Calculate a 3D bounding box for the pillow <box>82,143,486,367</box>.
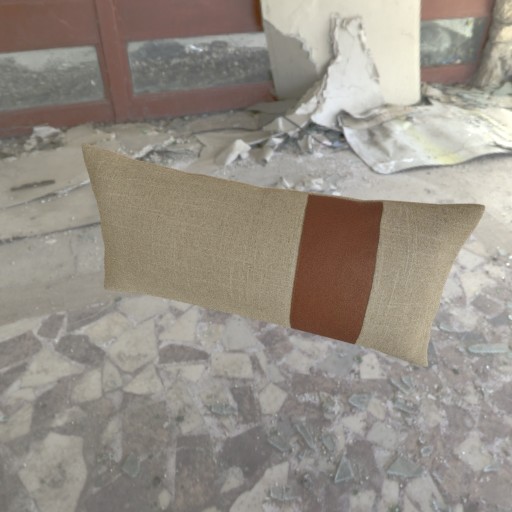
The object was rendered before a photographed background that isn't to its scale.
[{"bbox_3d":[0.000,0.000,0.720,0.612,0.282,0.155,11,40,14],"label":"pillow"}]
